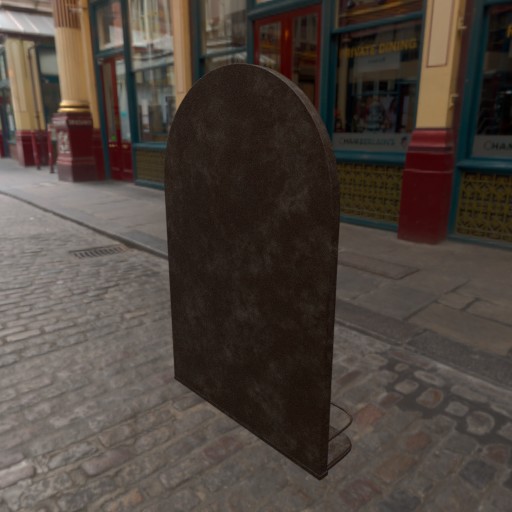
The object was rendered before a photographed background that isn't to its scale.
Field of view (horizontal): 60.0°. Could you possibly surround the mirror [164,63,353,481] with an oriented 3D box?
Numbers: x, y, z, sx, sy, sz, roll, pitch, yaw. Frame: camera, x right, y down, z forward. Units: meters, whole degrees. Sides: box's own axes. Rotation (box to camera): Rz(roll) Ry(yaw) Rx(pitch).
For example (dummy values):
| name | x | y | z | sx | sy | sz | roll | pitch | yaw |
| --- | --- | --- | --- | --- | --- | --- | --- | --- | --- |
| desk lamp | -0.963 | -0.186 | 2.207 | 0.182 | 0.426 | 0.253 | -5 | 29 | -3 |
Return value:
| name | x | y | z | sx | sy | sz | roll | pitch | yaw |
| --- | --- | --- | --- | --- | --- | --- | --- | --- | --- |
| mirror | 0.000 | 0.000 | 0.976 | 0.137 | 0.770 | 0.510 | -14 | 20 | -41 |
